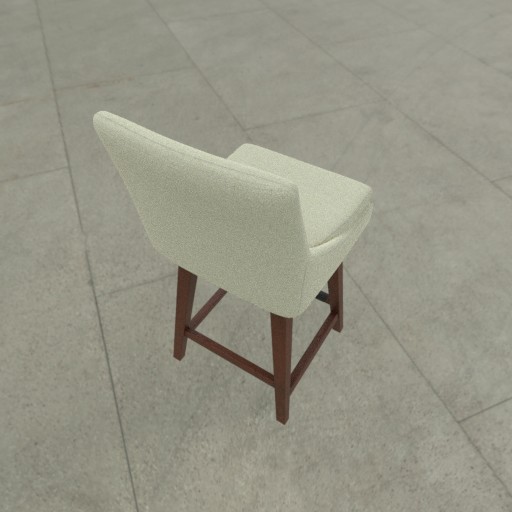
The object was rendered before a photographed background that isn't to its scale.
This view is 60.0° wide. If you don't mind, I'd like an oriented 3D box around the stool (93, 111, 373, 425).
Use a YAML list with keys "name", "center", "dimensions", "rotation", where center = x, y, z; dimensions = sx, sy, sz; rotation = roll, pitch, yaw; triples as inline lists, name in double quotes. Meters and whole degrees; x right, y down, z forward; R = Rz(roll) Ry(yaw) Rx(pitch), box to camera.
- name: "stool"
  center: [0.000, 0.000, 1.271]
  dimensions: [0.469, 0.991, 0.559]
  rotation: [25, 51, 22]
